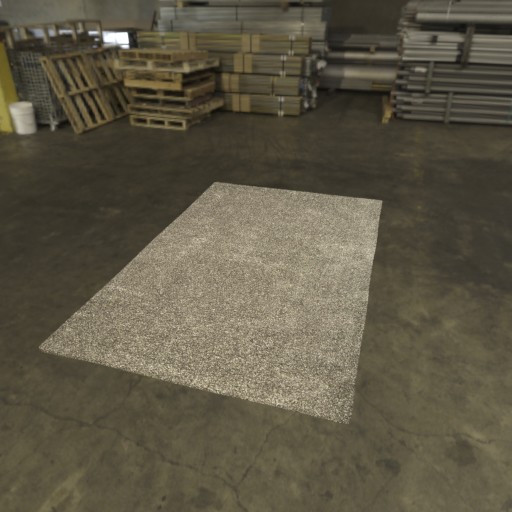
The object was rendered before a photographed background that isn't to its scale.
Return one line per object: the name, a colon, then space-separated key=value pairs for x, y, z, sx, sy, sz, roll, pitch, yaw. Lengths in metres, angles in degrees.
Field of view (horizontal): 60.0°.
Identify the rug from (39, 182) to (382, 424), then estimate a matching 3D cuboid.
rug: x=0.000 y=0.000 z=2.932 sx=1.502 sy=0.025 sz=2.350 roll=9 pitch=31 yaw=15
